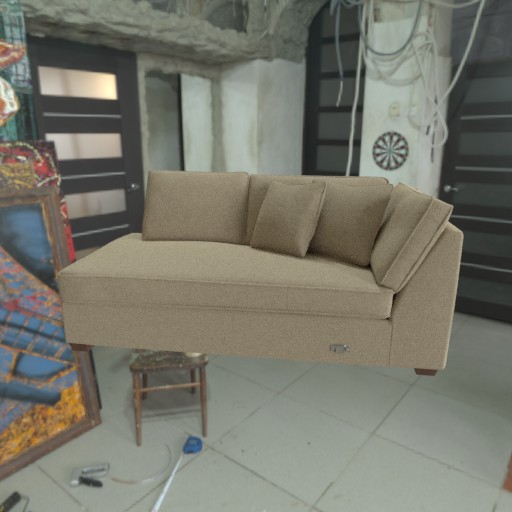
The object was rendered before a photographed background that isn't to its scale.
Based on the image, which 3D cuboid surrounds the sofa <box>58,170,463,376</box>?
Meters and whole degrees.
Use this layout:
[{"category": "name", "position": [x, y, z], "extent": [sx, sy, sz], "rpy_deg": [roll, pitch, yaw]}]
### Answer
[{"category": "sofa", "position": [0.000, 0.000, 2.903], "extent": [2.237, 1.033, 1.110], "rpy_deg": [2, 16, 8]}]
